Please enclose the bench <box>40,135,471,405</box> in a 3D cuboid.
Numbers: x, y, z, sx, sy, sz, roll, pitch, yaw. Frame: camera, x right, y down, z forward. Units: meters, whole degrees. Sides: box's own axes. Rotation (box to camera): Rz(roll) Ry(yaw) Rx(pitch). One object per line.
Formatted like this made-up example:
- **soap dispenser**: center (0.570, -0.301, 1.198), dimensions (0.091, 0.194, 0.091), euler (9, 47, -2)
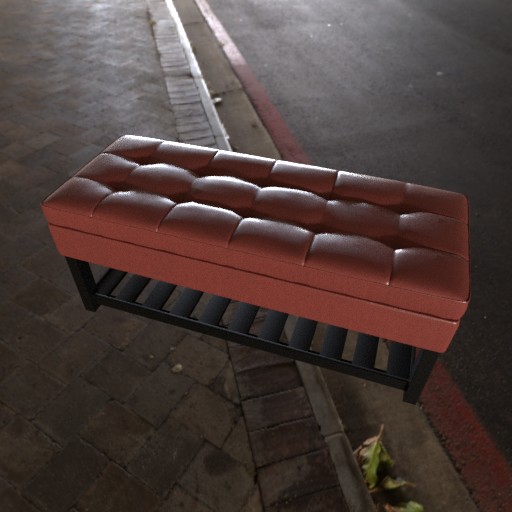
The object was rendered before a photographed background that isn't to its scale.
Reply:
- **bench**: center (0.000, 0.000, 1.348), dimensions (1.105, 0.460, 0.432), euler (13, 44, 14)
